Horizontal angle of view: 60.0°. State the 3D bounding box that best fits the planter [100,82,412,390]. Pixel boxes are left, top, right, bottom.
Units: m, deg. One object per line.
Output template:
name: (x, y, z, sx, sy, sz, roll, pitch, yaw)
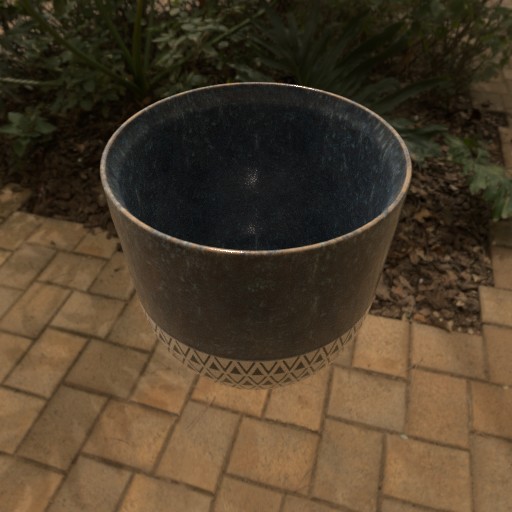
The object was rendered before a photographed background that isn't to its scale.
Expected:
planter: (0.000, 0.000, 0.483, 0.266, 0.270, 0.266, 0, 45, 0)
